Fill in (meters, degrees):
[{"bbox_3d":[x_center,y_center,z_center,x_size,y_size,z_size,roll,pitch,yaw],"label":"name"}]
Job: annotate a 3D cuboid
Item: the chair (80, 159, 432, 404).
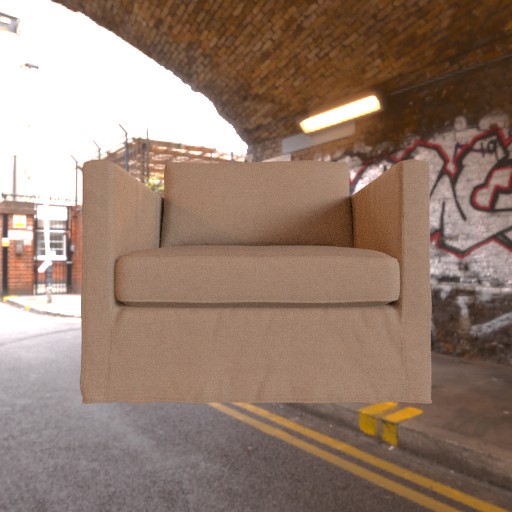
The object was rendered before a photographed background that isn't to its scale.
[{"bbox_3d":[0.000,0.000,1.742,1.057,0.867,0.949,0,-1,0],"label":"chair"}]
